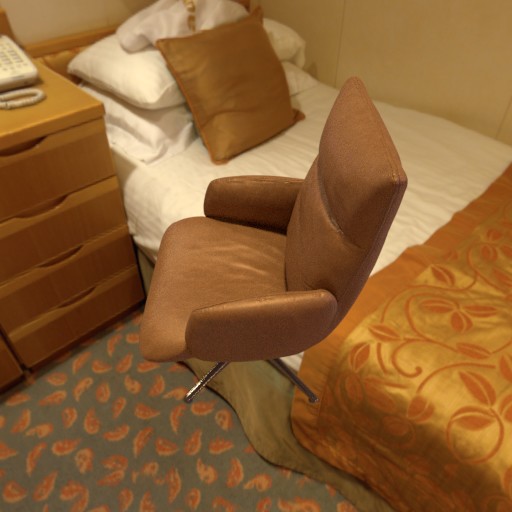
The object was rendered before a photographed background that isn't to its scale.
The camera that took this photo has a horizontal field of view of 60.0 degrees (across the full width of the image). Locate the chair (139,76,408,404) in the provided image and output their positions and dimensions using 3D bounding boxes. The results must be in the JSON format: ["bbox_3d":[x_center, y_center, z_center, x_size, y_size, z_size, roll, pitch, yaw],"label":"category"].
[{"bbox_3d":[0.000,0.000,1.549,0.794,1.027,0.711,0,42,0],"label":"chair"}]
